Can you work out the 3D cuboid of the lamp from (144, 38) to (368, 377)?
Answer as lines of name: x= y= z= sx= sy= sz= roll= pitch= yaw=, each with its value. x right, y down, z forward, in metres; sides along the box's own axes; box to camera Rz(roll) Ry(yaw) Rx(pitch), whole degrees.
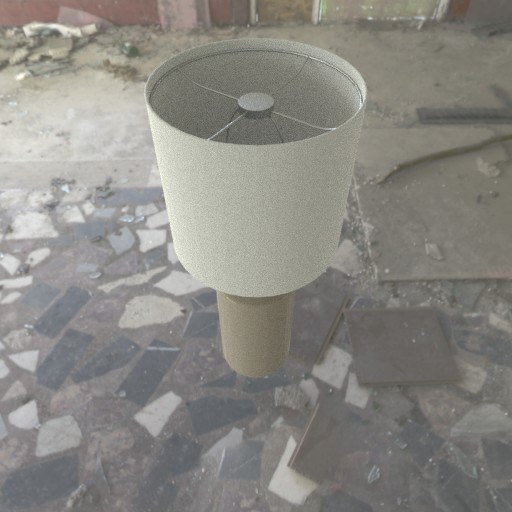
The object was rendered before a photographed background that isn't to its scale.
lamp: x=0.000 y=0.000 z=0.607 sx=0.212 sy=0.493 sz=0.212 roll=27 pitch=53 yaw=22
